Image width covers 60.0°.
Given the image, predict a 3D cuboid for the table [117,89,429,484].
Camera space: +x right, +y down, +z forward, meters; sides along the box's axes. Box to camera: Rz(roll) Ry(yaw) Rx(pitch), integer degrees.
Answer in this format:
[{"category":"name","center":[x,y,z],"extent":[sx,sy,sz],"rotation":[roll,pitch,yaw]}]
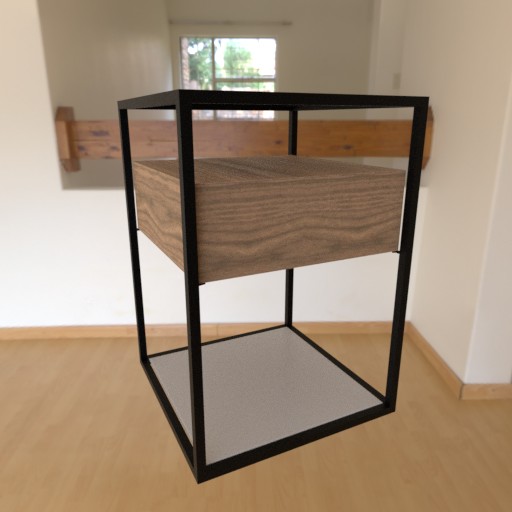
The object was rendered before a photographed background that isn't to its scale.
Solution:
[{"category":"table","center":[0.000,0.000,0.807],"extent":[0.378,0.540,0.378],"rotation":[-8,19,-25]}]
